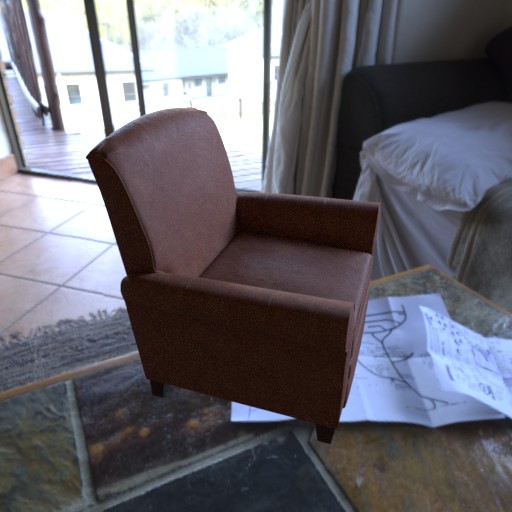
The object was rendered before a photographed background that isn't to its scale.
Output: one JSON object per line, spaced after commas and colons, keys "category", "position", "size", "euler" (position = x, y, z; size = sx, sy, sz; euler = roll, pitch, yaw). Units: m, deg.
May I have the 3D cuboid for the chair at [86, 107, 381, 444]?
{"category": "chair", "position": [0.000, 0.000, 1.778], "size": [0.902, 1.061, 0.978], "euler": [9, 30, 17]}
